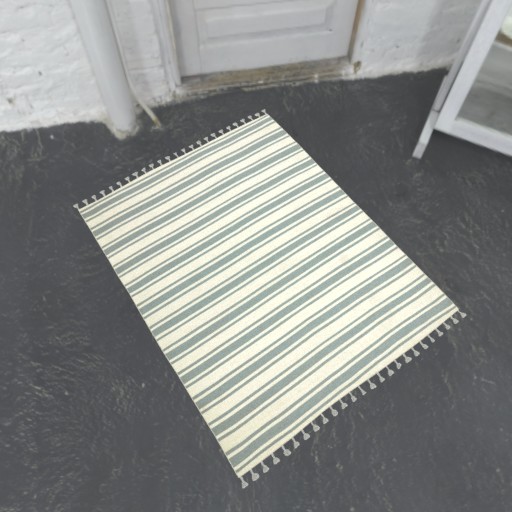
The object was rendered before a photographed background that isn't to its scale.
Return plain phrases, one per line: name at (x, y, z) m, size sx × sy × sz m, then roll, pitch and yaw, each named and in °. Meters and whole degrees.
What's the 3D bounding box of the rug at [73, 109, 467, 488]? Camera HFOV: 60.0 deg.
rug at (0.000, 0.000, 4.299) m, size 2.439 × 0.005 × 3.201 m, roll -31°, pitch 66°, yaw -16°
